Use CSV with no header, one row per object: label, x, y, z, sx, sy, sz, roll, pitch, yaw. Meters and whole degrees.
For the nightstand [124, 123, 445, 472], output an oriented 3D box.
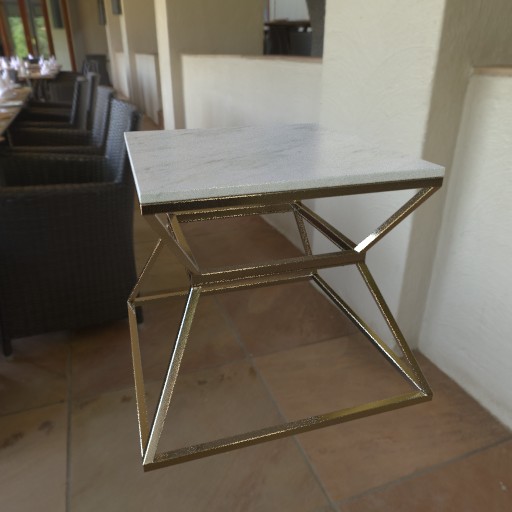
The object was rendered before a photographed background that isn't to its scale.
nightstand,0.000,0.000,0.872,0.514,0.426,0.513,-7,26,-16
